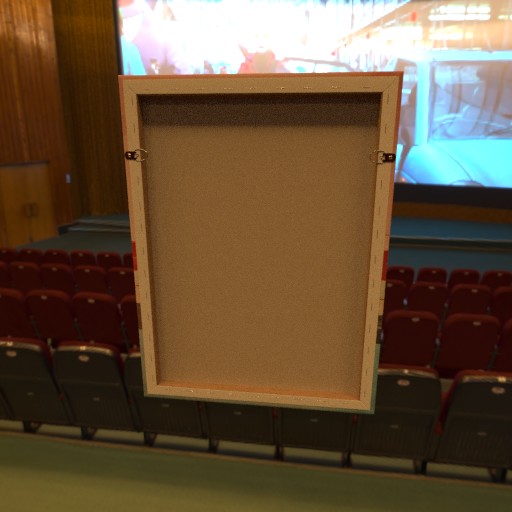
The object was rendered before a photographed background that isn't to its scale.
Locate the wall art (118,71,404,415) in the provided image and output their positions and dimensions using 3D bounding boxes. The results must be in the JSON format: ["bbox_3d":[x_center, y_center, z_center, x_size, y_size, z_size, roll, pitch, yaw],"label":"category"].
[{"bbox_3d":[0.000,0.000,1.329,0.761,1.016,0.039,2,16,7],"label":"wall art"}]
